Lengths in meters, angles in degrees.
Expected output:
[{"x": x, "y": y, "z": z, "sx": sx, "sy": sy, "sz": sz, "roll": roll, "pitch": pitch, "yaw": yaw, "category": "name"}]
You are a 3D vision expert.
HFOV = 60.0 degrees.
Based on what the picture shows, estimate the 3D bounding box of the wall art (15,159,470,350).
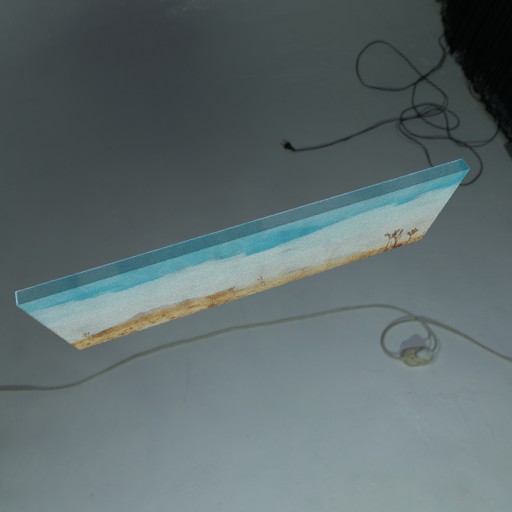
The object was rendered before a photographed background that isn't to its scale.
[{"x": 0.000, "y": 0.000, "z": 0.824, "sx": 0.759, "sy": 0.254, "sz": 0.044, "roll": -17, "pitch": 65, "yaw": -8, "category": "wall art"}]
